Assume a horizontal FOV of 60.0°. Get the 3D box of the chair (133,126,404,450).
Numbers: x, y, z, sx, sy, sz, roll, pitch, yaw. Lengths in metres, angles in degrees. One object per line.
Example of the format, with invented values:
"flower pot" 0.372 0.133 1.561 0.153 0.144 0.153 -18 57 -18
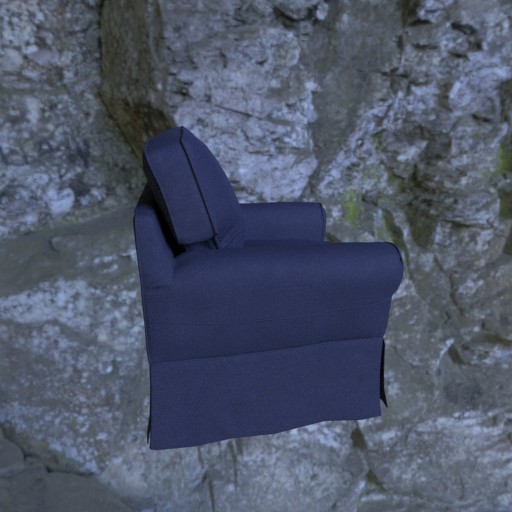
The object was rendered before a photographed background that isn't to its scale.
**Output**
"chair" 0.000 0.000 2.026 1.002 1.140 1.119 -3 17 -9
